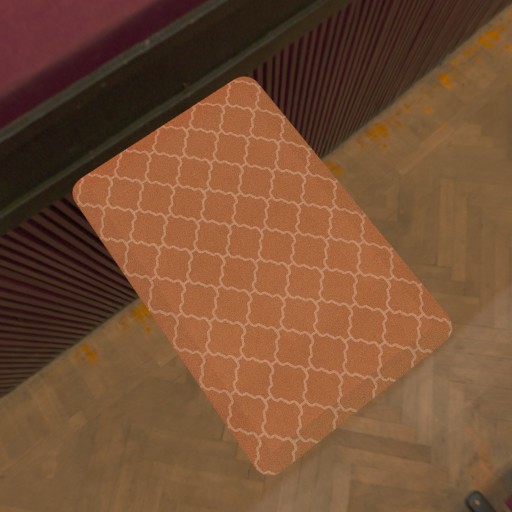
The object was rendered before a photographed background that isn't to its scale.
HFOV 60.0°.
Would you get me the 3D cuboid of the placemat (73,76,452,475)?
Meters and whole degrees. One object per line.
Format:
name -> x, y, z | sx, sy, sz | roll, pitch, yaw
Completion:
placemat -> 0.000, 0.000, 0.962 | 0.508, 0.021, 0.762 | -35, 80, -7
